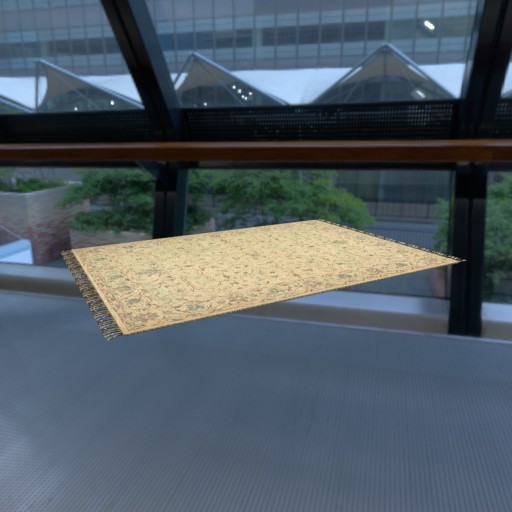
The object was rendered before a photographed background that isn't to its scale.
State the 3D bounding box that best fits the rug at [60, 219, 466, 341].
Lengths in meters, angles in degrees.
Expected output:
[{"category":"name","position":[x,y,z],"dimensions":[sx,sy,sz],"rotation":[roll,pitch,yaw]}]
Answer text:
[{"category":"rug","position":[0.000,0.000,2.365],"dimensions":[1.802,0.008,1.247],"rotation":[-9,18,-28]}]
